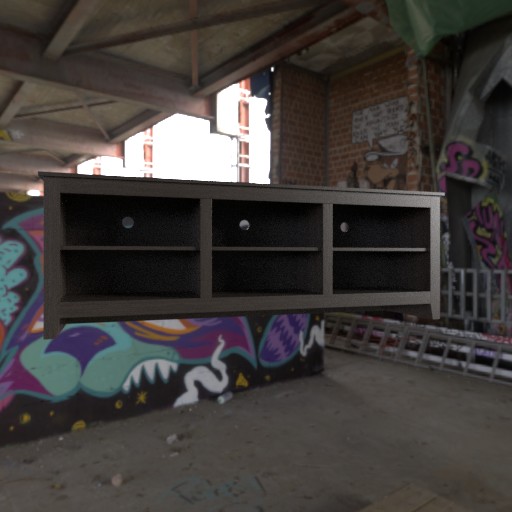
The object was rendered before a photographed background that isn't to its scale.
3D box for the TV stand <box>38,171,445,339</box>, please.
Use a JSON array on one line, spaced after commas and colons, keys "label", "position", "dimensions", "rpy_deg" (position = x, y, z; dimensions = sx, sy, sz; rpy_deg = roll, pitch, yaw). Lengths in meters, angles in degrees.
[{"label": "TV stand", "position": [0.000, 0.000, 2.059], "dimensions": [1.778, 0.610, 0.406], "rpy_deg": [0, 0, -18]}]
